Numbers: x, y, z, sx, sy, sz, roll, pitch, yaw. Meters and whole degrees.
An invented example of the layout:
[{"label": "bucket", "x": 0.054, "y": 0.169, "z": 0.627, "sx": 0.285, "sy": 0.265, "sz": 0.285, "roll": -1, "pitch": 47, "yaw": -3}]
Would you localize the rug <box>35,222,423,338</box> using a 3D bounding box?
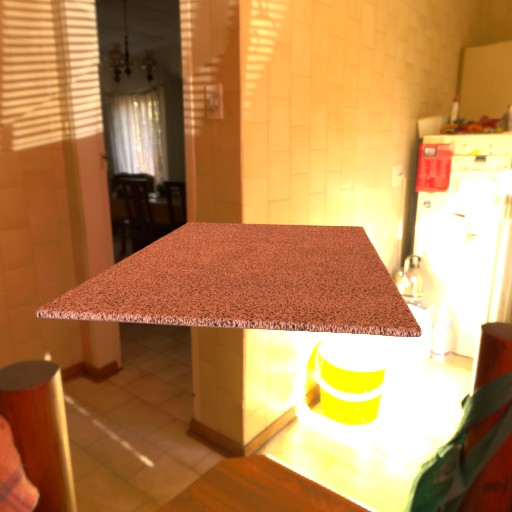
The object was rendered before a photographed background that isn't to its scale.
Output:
[{"label": "rug", "x": 0.000, "y": 0.000, "z": 2.212, "sx": 1.219, "sy": 0.030, "sz": 1.778, "roll": 2, "pitch": 14, "yaw": 8}]
